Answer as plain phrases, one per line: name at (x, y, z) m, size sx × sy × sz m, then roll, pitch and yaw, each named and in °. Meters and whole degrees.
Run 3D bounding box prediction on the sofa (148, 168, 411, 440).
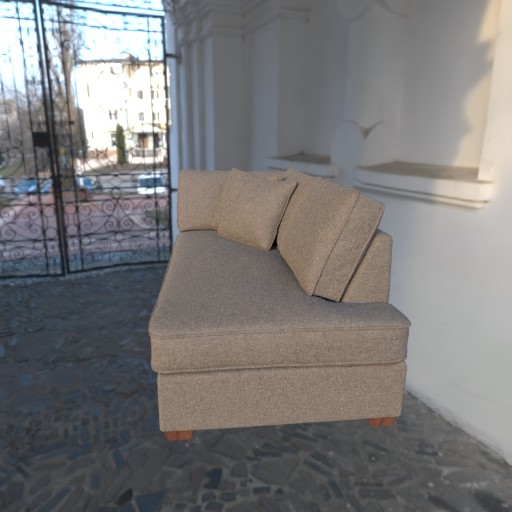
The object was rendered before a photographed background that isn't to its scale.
sofa at (0.000, 0.000, 2.834) m, size 1.110 × 1.033 × 2.237 m, roll -2°, pitch 16°, yaw -6°
